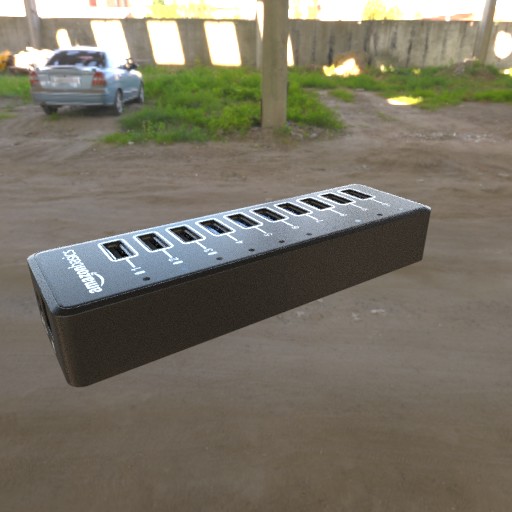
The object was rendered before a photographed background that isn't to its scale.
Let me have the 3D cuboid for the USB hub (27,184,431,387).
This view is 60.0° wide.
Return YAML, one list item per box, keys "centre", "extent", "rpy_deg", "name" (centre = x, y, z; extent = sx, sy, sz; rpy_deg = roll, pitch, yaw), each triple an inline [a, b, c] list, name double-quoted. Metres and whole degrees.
- centre: [0.000, 0.000, 0.163]
  extent: [0.145, 0.023, 0.044]
  rpy_deg: [-16, 30, -30]
  name: "USB hub"
